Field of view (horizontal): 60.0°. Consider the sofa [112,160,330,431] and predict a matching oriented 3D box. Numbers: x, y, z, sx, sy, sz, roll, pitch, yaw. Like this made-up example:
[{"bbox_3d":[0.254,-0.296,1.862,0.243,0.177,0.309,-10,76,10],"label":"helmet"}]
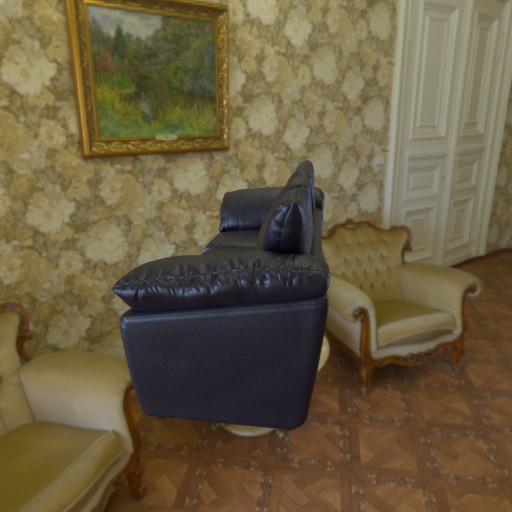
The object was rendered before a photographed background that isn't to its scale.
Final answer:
[{"bbox_3d":[0.000,0.000,2.866,0.880,1.073,2.336,2,17,8],"label":"sofa"}]
